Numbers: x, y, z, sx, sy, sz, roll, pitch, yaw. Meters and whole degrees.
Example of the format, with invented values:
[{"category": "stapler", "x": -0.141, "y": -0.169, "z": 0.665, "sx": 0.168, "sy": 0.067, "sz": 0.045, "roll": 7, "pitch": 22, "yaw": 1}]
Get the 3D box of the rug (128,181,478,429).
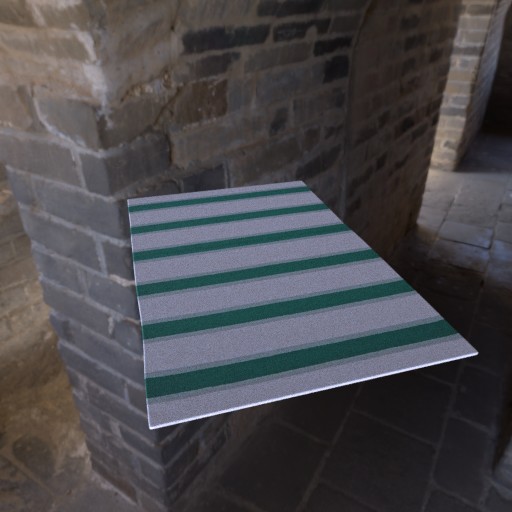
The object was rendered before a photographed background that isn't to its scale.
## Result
[{"category": "rug", "x": 0.000, "y": 0.000, "z": 2.268, "sx": 1.210, "sy": 0.012, "sz": 1.829, "roll": -8, "pitch": 32, "yaw": -14}]
